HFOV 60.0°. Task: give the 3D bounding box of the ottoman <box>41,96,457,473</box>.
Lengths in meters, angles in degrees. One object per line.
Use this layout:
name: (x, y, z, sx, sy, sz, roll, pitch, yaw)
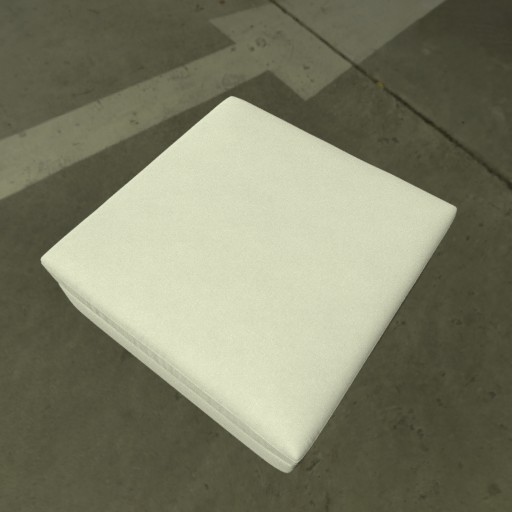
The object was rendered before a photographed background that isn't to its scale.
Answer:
ottoman: (0.000, 0.000, 1.807, 1.163, 0.482, 1.167, 32, 64, 18)
